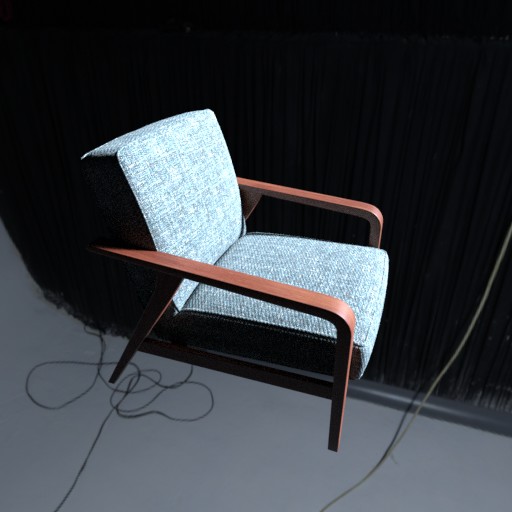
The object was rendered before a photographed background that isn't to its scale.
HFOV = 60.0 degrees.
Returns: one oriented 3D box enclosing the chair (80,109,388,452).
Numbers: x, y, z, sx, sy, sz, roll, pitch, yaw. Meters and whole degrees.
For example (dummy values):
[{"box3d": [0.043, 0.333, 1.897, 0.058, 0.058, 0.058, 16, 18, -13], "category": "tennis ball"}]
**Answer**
[{"box3d": [0.000, 0.000, 1.535, 0.889, 0.864, 0.719, 10, 31, 17], "category": "chair"}]
